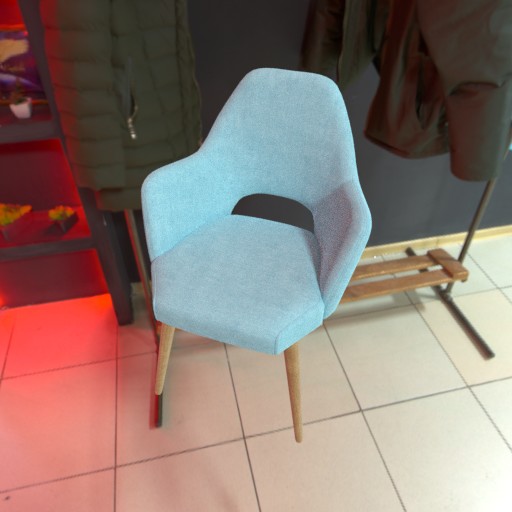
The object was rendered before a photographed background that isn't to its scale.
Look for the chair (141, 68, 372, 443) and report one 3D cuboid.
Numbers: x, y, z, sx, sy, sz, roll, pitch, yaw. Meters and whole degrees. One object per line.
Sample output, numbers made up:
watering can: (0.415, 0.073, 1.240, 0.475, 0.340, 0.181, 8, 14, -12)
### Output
chair: (0.000, 0.000, 1.254, 0.590, 0.840, 0.610, 13, 43, 15)
